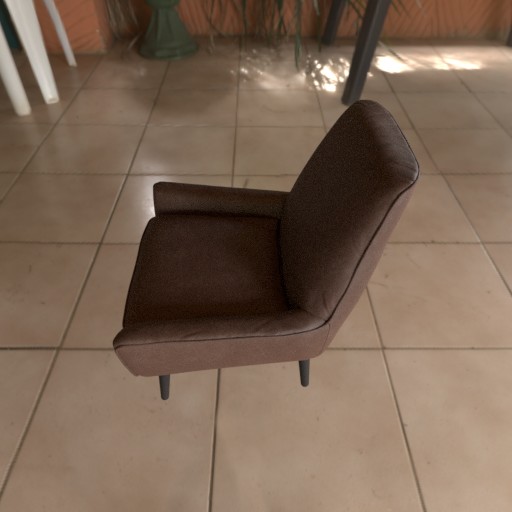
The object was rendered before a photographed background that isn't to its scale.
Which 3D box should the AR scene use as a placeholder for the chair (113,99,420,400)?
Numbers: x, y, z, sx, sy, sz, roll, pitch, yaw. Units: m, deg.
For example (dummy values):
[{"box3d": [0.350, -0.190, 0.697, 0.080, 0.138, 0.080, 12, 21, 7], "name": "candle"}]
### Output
[{"box3d": [0.000, 0.000, 1.486, 0.824, 0.888, 0.787, -1, 43, -1], "name": "chair"}]
